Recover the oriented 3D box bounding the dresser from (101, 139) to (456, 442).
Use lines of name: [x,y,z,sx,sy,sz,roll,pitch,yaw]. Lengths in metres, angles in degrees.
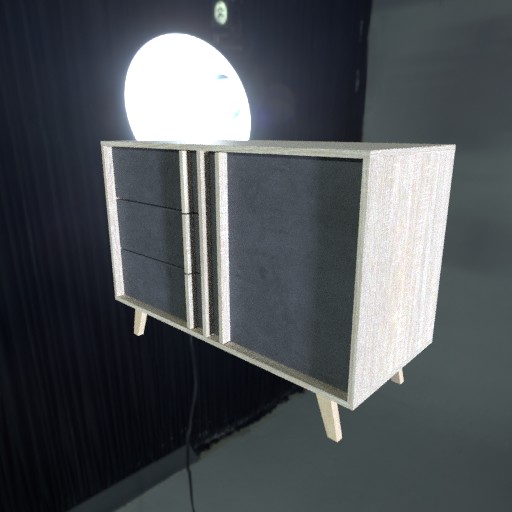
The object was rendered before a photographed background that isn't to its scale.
dresser: [0.000,0.000,1.573,1.110,0.780,0.500,14,21,40]
